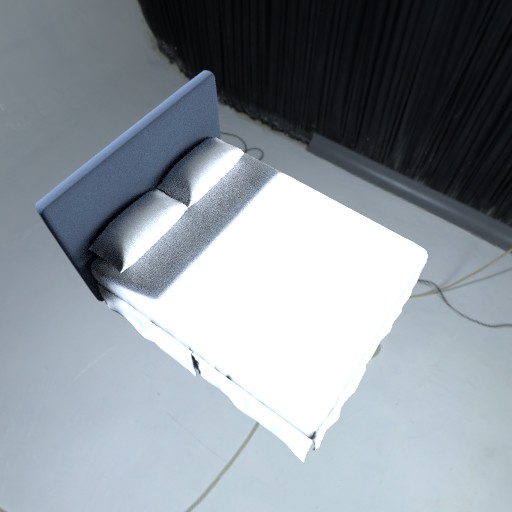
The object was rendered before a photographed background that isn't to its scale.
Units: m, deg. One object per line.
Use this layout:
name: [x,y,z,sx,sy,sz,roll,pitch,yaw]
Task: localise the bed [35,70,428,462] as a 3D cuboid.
bed: [0.000,0.000,3.247,2.162,1.330,1.713,32,63,18]
